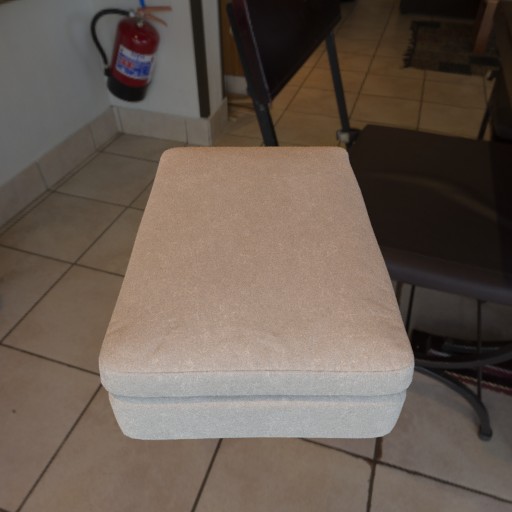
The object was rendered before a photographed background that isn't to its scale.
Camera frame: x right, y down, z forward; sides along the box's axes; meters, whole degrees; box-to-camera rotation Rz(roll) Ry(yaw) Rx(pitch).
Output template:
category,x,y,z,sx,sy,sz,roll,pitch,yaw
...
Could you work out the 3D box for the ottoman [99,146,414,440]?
category,x,y,z,sx,sy,sz,roll,pitch,yaw
ottoman,0.000,0.000,1.624,0.840,0.429,1.199,0,41,0
